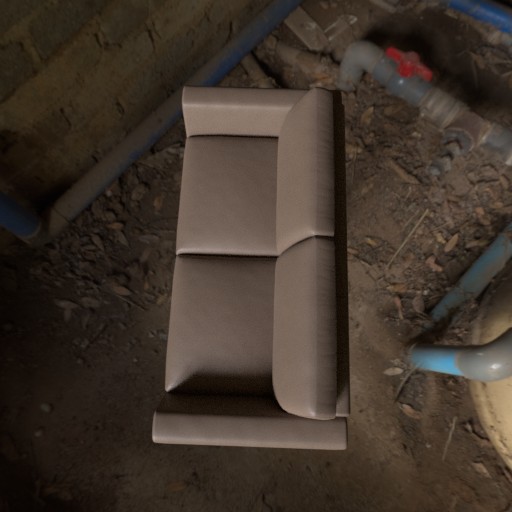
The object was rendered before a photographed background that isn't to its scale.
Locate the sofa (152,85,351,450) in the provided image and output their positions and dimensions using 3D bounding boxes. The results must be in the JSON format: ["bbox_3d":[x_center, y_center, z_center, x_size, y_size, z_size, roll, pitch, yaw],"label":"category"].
[{"bbox_3d":[0.000,0.000,2.553,0.953,0.875,2.017,2,75,1],"label":"sofa"}]
